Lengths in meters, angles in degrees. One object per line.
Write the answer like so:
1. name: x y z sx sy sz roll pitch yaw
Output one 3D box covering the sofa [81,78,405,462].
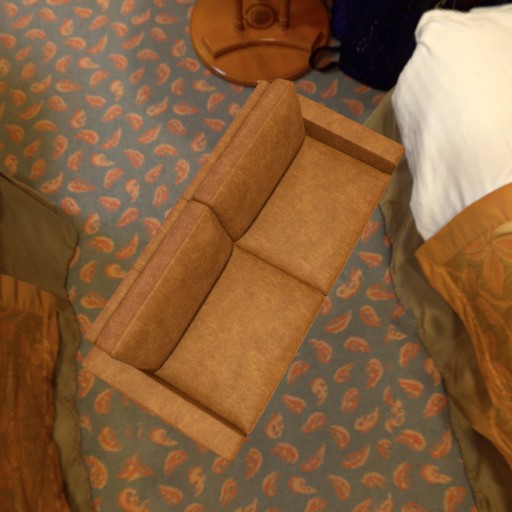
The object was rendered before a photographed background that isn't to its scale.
1. sofa: 0.000 0.000 2.710 0.991 0.928 2.156 29 76 8
